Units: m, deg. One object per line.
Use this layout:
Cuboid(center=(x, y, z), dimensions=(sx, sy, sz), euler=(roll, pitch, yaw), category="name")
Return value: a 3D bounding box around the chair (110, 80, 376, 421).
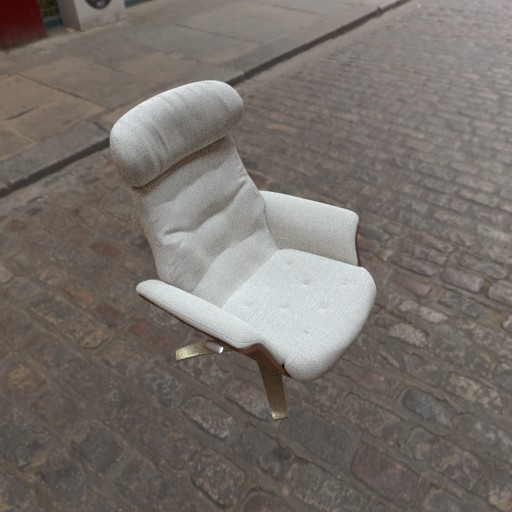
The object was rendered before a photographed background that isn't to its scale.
Cuboid(center=(0.000, 0.000, 1.577), dimensions=(0.837, 0.995, 0.785), euler=(25, 47, 26), category="chair")
